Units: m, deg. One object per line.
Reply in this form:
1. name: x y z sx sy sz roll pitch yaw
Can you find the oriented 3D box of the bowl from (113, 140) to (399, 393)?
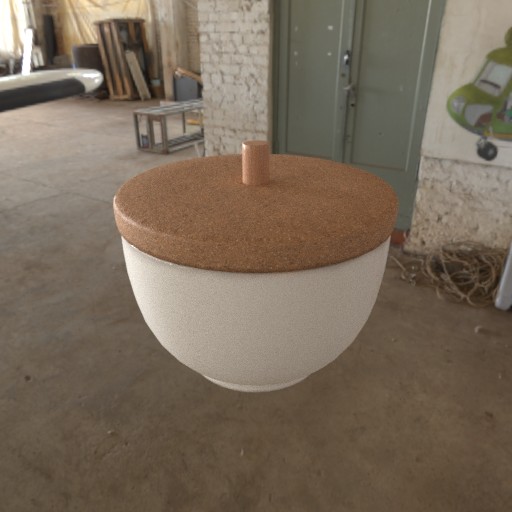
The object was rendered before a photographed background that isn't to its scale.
1. bowl: 0.000 0.000 0.218 0.126 0.110 0.126 0 26 0
